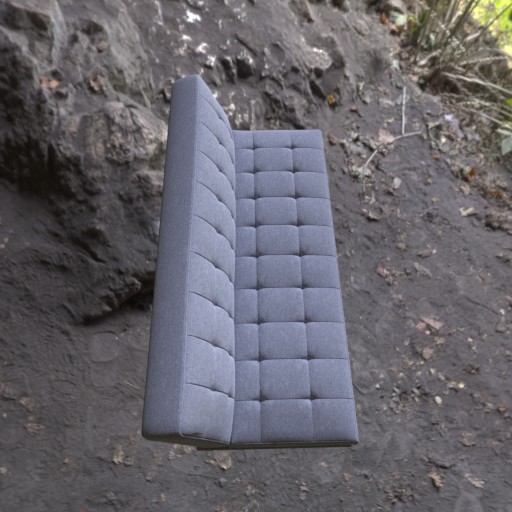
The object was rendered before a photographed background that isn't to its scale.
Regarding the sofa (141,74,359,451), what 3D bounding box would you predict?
[{"bbox_3d":[0.000,0.000,2.277,0.860,0.810,1.800,-1,63,-1],"label":"sofa"}]
